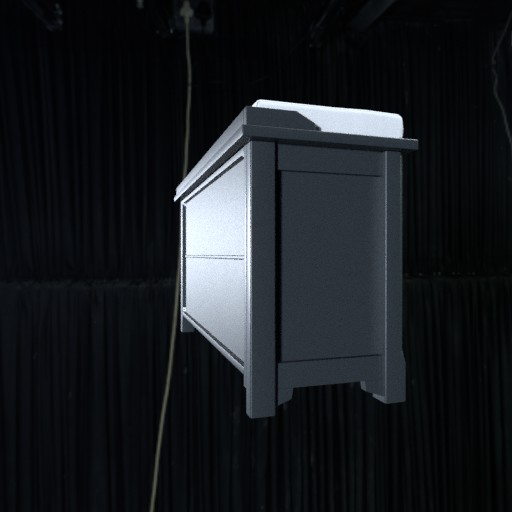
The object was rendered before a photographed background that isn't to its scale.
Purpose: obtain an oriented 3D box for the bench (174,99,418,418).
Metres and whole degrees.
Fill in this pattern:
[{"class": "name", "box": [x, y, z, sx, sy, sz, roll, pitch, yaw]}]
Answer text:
[{"class": "bench", "box": [0.000, 0.000, 1.252, 0.345, 0.561, 0.973, 0, 0, -17]}]
